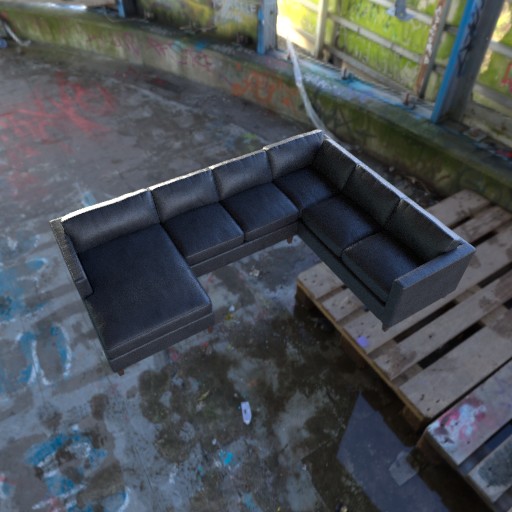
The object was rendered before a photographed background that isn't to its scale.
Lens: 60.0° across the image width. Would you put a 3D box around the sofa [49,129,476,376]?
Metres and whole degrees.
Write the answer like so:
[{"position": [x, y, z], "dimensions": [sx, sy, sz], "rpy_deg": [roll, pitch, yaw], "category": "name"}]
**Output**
[{"position": [0.000, 0.000, 4.461], "dimensions": [3.324, 0.891, 2.452], "rpy_deg": [-24, 51, -21], "category": "sofa"}]
